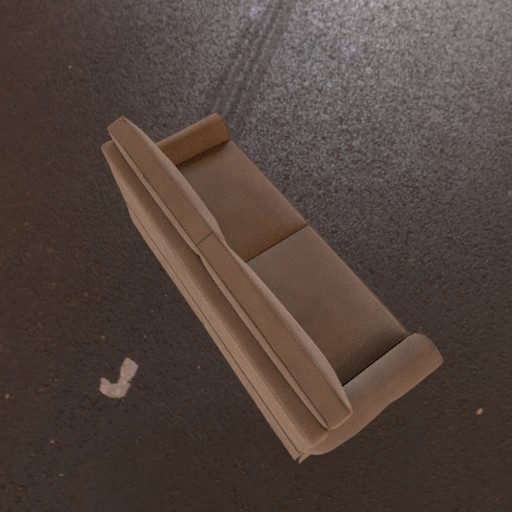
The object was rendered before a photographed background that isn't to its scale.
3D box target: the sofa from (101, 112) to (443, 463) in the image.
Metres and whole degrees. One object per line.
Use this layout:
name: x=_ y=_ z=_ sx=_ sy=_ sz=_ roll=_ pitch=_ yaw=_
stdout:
sofa: x=0.000 y=0.000 z=2.716 sx=0.900 sy=1.014 sz=2.246 roll=-31 pitch=65 yaw=-17
